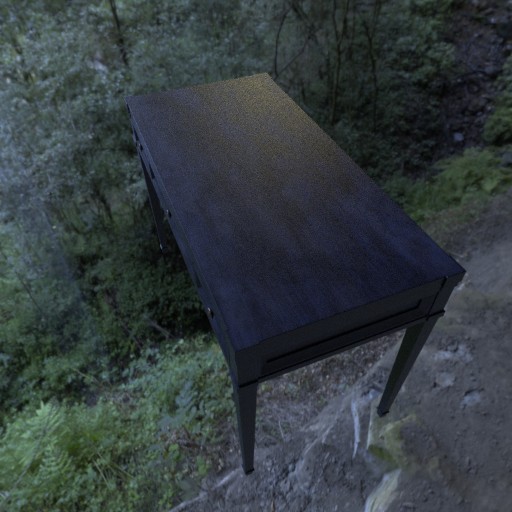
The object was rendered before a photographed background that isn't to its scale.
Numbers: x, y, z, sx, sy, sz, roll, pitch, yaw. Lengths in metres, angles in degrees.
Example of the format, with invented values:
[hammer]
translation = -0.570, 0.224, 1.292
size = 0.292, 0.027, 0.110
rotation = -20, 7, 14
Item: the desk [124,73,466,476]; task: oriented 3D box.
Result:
[desk]
translation = 0.000, 0.000, 1.767
size = 0.630, 0.861, 1.289
rotation = -16, 48, -15
